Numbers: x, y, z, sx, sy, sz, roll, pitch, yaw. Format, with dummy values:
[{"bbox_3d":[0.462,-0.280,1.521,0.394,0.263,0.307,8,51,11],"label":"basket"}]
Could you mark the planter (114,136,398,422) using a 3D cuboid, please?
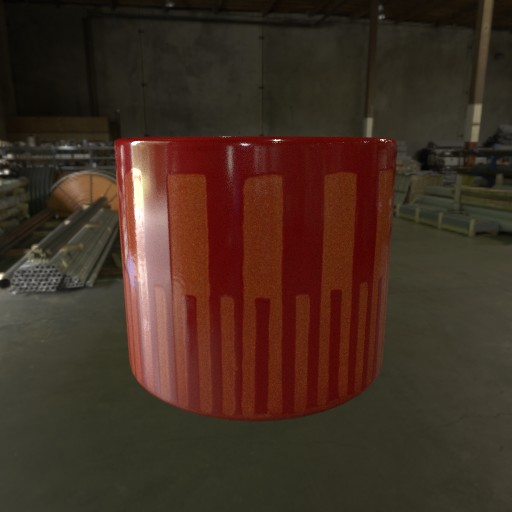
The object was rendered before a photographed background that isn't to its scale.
[{"bbox_3d":[0.000,0.000,0.398,0.230,0.202,0.230,0,14,0],"label":"planter"}]
